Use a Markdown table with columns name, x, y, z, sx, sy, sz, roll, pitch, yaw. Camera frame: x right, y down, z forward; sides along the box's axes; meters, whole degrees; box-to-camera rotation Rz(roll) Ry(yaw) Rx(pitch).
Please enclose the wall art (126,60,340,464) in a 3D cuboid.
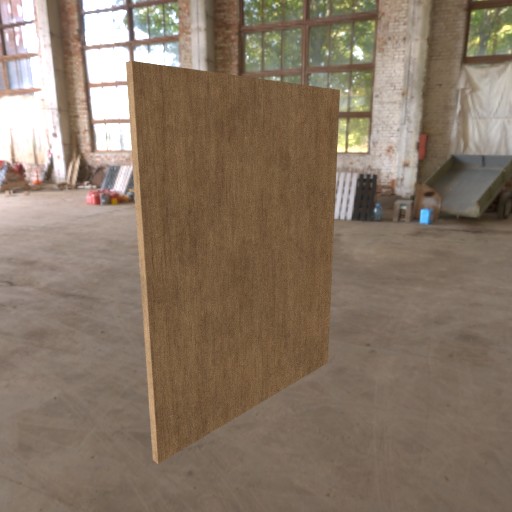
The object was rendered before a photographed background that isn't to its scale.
| name | x | y | z | sx | sy | sz | roll | pitch | yaw |
| --- | --- | --- | --- | --- | --- | --- | --- | --- | --- |
| wall art | 0.000 | 0.000 | 0.917 | 0.018 | 0.686 | 0.534 | 14 | 20 | 42 |
